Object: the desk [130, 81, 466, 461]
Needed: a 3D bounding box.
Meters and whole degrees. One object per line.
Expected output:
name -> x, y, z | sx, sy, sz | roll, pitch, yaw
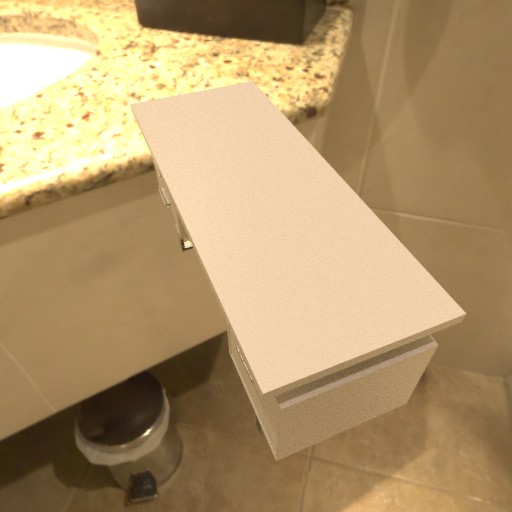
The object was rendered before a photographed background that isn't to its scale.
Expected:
desk -> 0.000, 0.000, 1.890 | 0.603, 0.773, 1.530 | -17, 49, -15
